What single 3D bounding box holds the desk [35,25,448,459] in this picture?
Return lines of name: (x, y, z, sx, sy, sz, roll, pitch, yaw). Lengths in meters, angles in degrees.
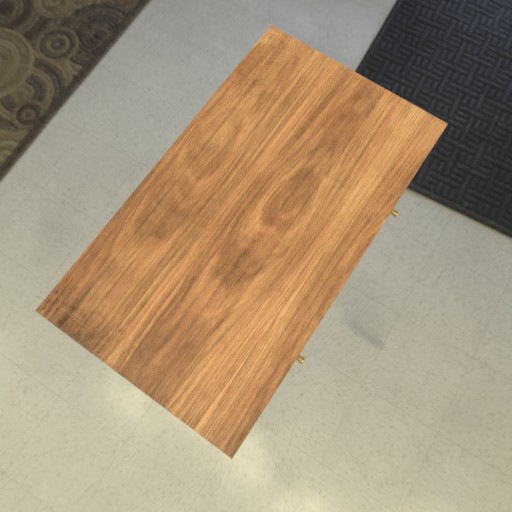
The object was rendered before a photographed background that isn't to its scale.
desk: (0.000, 0.000, 1.423, 0.588, 0.758, 0.949, 33, 77, 9)
